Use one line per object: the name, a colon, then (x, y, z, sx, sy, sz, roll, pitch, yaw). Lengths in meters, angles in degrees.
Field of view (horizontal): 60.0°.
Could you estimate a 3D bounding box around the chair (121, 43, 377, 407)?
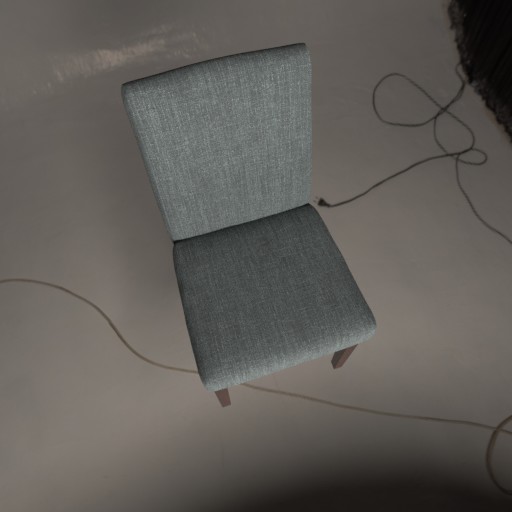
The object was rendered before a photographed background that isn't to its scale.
chair: (0.000, 0.000, 1.266, 0.487, 0.884, 0.629, -16, 65, -8)
